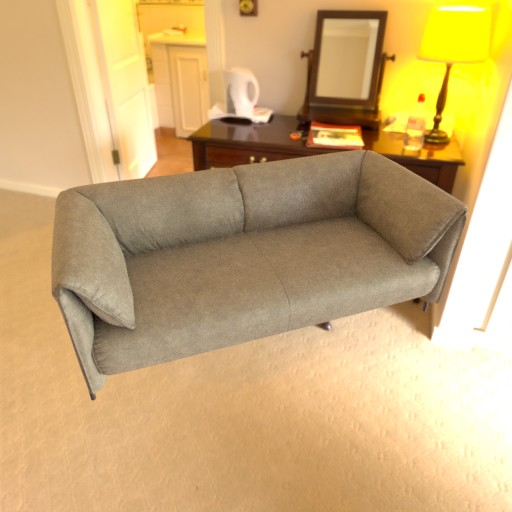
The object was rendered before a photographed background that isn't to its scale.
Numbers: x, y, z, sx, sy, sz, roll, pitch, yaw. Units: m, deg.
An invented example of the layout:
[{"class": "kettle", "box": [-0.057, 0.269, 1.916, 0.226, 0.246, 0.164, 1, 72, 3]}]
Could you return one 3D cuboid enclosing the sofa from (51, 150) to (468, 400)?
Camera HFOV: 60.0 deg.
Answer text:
[{"class": "sofa", "box": [0.000, 0.000, 2.346, 1.878, 0.747, 0.905, -11, 34, -17]}]
